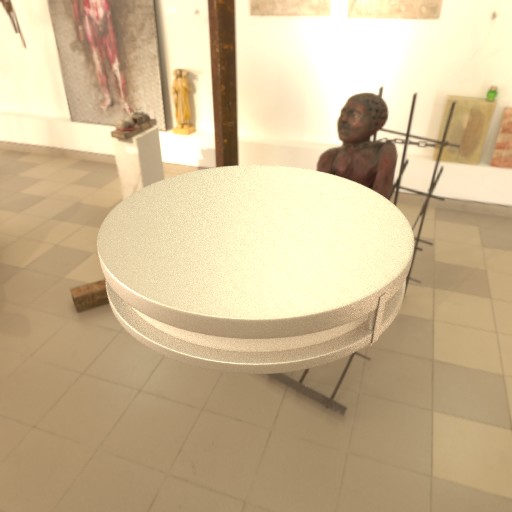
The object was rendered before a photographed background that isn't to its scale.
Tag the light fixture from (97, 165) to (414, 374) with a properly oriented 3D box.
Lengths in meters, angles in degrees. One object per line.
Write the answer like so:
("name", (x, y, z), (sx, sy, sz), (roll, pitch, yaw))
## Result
("light fixture", (0.000, 0.000, 0.543), (0.356, 0.102, 0.356), (0, 32, 0))
